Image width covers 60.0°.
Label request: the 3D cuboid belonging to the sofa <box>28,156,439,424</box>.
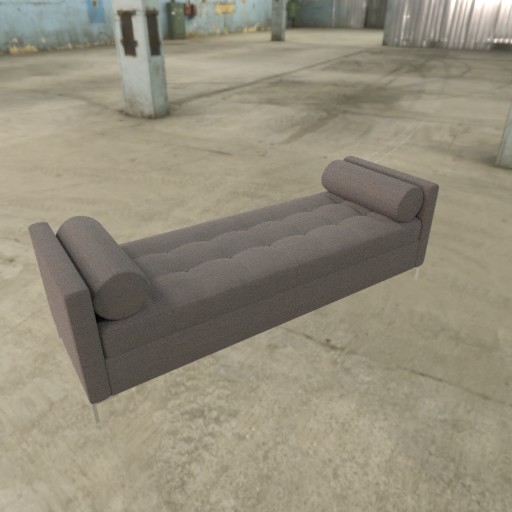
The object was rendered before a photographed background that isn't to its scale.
[{"bbox_3d":[0.000,0.000,2.334,1.981,0.635,0.686,-18,33,-29],"label":"sofa"}]
